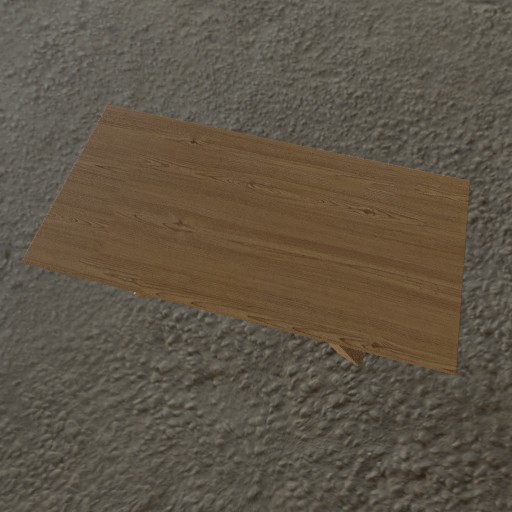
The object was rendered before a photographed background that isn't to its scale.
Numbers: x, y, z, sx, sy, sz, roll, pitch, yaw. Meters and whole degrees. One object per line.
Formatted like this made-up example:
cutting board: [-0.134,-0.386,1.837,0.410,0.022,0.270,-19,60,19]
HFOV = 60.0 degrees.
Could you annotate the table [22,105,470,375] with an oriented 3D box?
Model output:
table: [0.000,0.000,2.288,1.797,0.750,0.901,14,65,6]
